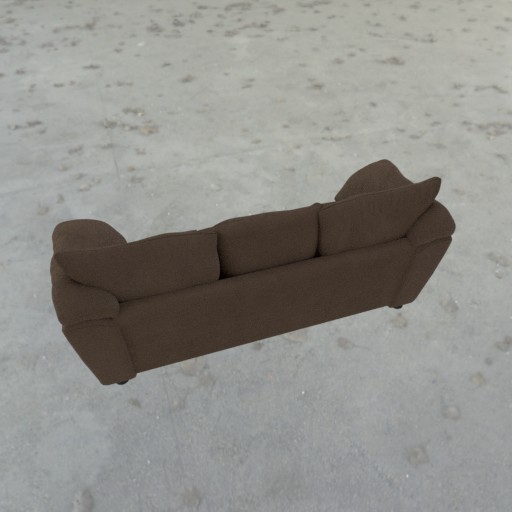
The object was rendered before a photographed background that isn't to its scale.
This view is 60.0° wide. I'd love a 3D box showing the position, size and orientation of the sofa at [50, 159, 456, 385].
[{"bbox_3d":[0.000,0.000,2.819,2.336,1.015,0.878,-13,43,-14],"label":"sofa"}]
